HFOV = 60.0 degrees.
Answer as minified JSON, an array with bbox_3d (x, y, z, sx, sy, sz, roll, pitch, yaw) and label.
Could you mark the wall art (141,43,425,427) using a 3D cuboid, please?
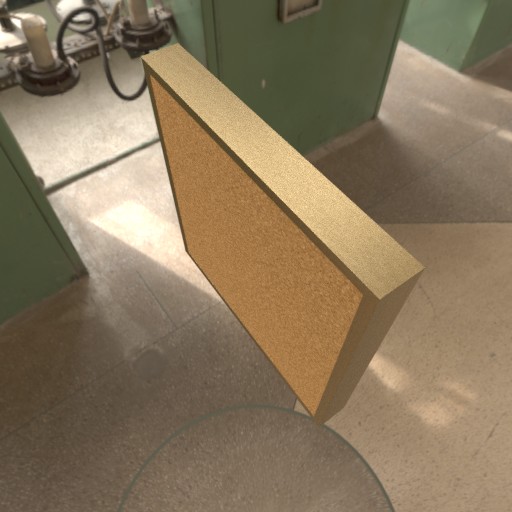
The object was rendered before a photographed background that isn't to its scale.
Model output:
[{"bbox_3d":[0.000,0.000,0.460,0.038,0.305,0.304,-30,61,-19],"label":"wall art"}]
